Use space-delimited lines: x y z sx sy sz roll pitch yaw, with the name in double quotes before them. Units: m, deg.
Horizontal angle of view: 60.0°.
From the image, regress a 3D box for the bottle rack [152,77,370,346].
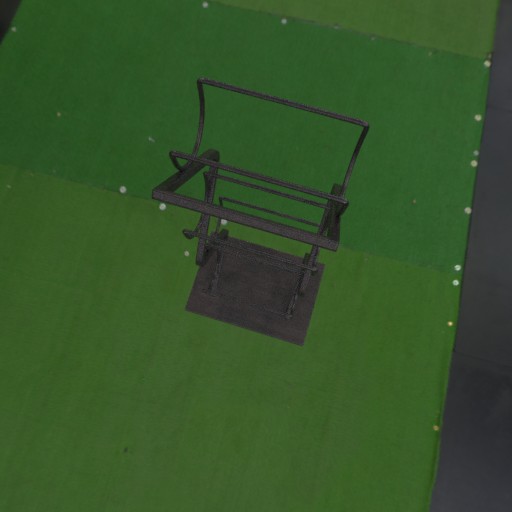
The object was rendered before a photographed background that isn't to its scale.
"bottle rack" 0.000 0.000 0.668 0.254 0.559 0.178 16 77 4
